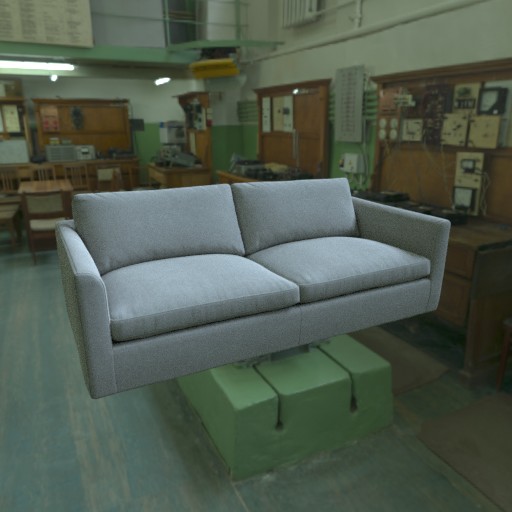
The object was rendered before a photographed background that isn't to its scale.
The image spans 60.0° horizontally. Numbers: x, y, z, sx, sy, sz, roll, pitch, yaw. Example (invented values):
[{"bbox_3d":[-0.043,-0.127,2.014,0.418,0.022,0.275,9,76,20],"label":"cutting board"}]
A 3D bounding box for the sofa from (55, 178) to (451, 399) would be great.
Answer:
[{"bbox_3d":[0.000,0.000,2.824,2.588,0.838,1.090,-8,19,-26],"label":"sofa"}]
